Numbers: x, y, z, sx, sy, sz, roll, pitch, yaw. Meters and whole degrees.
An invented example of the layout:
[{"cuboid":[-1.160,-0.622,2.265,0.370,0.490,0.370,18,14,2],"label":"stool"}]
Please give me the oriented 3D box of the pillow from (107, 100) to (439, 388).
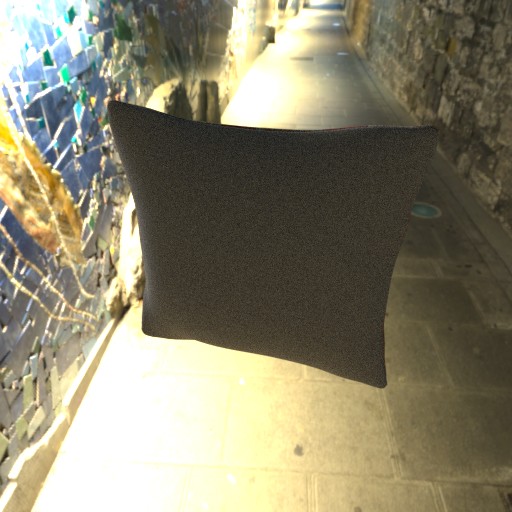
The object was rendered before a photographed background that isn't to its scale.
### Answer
[{"cuboid":[0.000,0.000,0.656,0.437,0.419,0.136,9,33,15],"label":"pillow"}]
